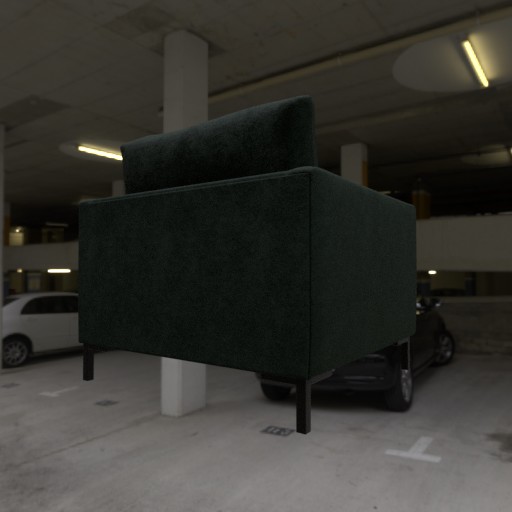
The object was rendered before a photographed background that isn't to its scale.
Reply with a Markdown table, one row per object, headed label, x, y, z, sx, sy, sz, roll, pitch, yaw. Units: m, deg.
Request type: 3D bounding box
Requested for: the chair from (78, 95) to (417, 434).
| label | x | y | z | sx | sy | sz | roll | pitch | yaw |
| --- | --- | --- | --- | --- | --- | --- | --- | --- | --- |
| chair | 0.000 | 0.000 | 1.632 | 0.963 | 0.861 | 0.866 | -1 | -2 | 35 |
